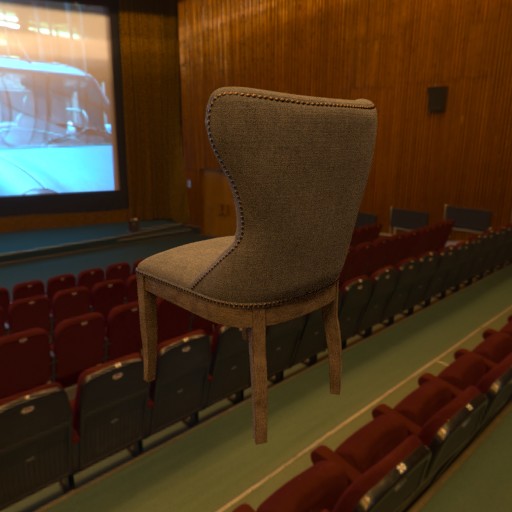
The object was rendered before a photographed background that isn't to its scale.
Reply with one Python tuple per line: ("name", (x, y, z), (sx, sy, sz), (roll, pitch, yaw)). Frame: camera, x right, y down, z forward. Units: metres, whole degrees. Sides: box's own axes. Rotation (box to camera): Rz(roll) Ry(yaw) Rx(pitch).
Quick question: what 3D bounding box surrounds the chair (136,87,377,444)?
("chair", (0.000, 0.000, 1.490), (0.654, 1.002, 0.681), (-14, 21, -42))
